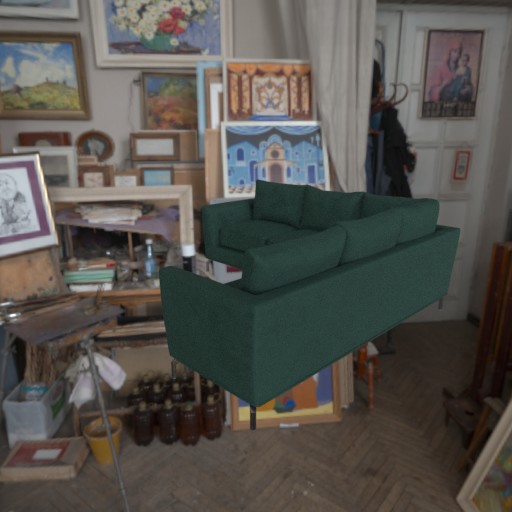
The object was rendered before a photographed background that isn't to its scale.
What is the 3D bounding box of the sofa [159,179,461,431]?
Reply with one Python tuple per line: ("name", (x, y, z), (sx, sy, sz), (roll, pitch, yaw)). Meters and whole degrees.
("sofa", (0.000, 0.000, 3.820), (2.452, 1.004, 2.468), (-15, 22, -43))
